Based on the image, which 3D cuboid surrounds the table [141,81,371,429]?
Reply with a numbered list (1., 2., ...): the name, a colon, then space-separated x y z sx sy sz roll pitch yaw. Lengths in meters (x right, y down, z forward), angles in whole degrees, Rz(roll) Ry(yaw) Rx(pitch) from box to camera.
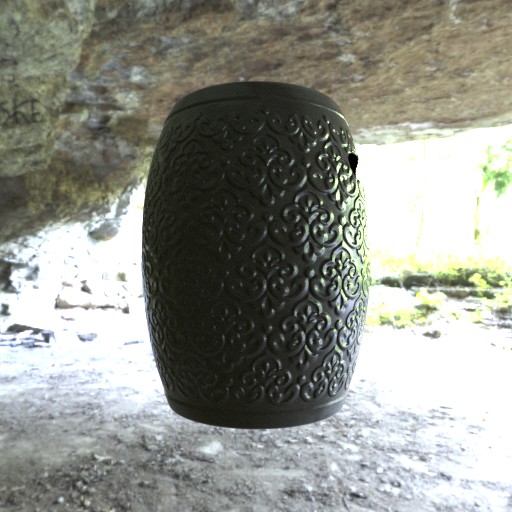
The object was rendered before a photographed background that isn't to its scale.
1. table: 0.000 0.000 0.614 0.309 0.397 0.309 0 -2 0
